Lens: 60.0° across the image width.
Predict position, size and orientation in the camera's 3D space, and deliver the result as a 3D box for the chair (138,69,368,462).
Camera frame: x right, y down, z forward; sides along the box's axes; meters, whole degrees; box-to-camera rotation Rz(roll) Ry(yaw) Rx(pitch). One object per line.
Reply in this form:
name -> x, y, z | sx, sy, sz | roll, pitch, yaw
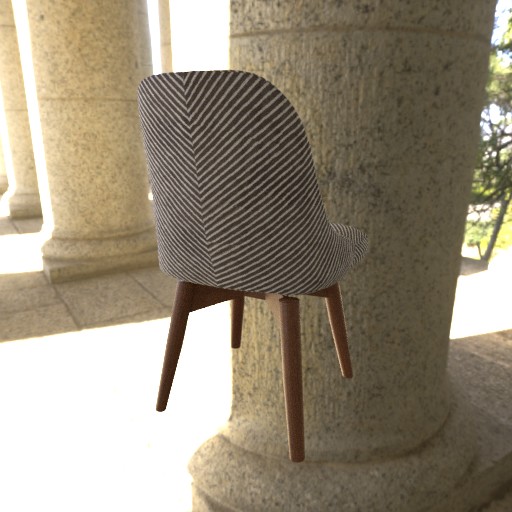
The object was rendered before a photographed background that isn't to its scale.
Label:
chair -> 0.000, 0.000, 1.212 | 0.504, 0.883, 0.591 | 8, 18, 27
